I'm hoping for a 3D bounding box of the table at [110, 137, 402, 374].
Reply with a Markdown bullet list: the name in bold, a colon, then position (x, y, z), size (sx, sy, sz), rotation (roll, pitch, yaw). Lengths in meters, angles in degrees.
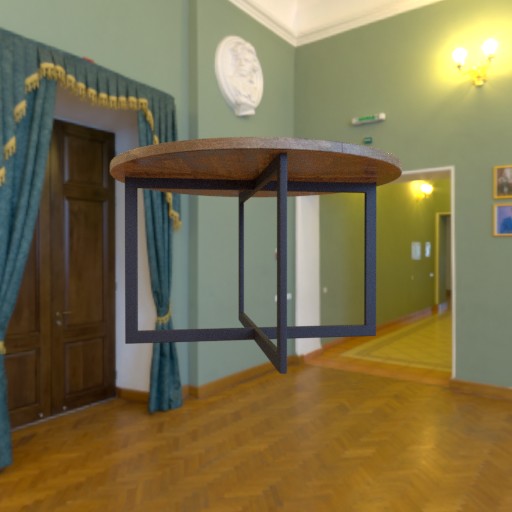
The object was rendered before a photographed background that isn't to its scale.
- **table**: position (0.000, 0.000, 2.023), size (1.264, 0.762, 1.264), rotation (0, 1, 0)
